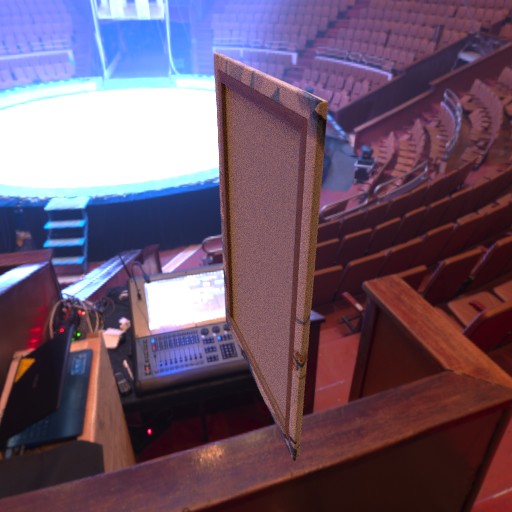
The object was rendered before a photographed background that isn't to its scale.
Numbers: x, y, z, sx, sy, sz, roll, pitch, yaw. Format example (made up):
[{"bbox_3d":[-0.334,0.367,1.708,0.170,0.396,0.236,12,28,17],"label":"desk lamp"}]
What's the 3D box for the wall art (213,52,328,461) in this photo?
[{"bbox_3d":[0.000,0.000,1.167,0.016,0.914,0.610,-11,33,-17],"label":"wall art"}]
